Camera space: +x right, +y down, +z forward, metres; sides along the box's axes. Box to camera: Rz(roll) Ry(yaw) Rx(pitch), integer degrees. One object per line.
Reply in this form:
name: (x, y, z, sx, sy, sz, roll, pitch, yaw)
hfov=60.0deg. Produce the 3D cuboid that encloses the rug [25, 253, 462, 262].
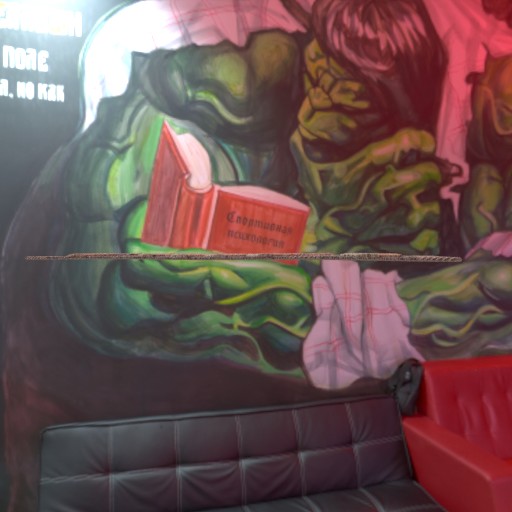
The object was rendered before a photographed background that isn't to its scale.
rug: (0.000, 0.000, 2.319, 1.823, 0.030, 1.222, 0, 0, 18)
